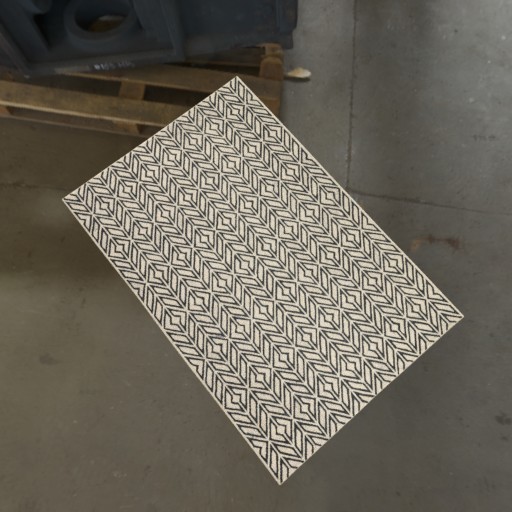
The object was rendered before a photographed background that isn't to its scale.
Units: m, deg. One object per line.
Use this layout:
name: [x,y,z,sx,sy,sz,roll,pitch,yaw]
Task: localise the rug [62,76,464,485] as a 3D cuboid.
rug: [0.000,0.000,2.321,1.220,0.007,1.828,-39,78,-9]
